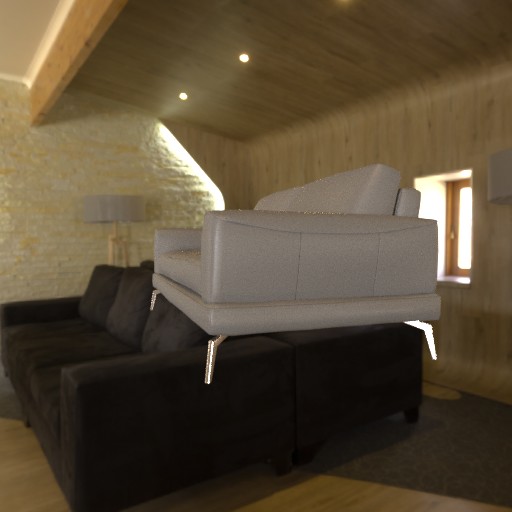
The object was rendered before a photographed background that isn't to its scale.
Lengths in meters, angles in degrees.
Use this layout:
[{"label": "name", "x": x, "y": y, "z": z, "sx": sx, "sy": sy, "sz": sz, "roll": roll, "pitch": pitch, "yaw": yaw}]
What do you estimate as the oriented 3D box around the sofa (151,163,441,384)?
[{"label": "sofa", "x": 0.000, "y": 0.000, "z": 2.803, "sx": 1.121, "sy": 0.930, "sz": 2.177, "roll": 0, "pitch": 1, "yaw": -19}]
